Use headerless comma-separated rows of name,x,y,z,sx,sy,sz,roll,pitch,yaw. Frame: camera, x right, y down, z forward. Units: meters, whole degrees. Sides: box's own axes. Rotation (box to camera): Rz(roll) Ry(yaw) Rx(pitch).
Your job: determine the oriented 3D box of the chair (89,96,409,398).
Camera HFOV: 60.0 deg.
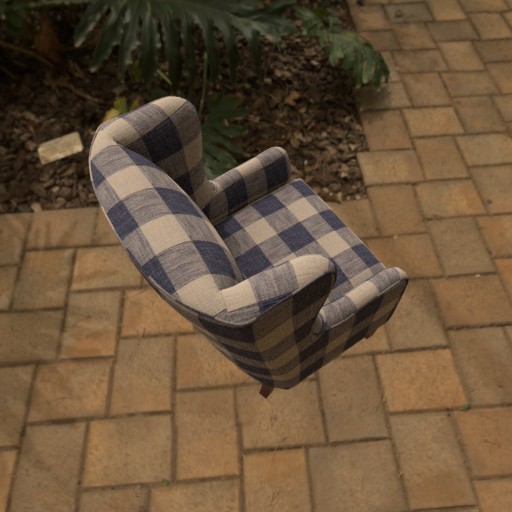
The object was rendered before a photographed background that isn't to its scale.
chair,0.000,0.000,1.700,0.889,1.041,0.830,-29,61,-18
